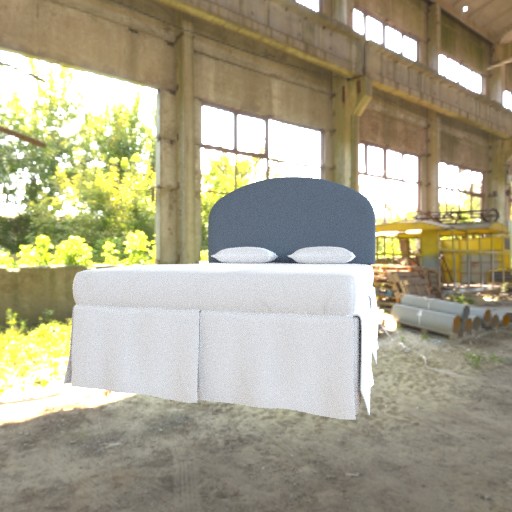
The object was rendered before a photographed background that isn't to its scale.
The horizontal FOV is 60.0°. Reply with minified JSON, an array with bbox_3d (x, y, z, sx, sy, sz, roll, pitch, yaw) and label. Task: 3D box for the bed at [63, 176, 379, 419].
[{"bbox_3d":[0.000,0.000,3.054,1.607,1.410,2.005,0,0,17],"label":"bed"}]
